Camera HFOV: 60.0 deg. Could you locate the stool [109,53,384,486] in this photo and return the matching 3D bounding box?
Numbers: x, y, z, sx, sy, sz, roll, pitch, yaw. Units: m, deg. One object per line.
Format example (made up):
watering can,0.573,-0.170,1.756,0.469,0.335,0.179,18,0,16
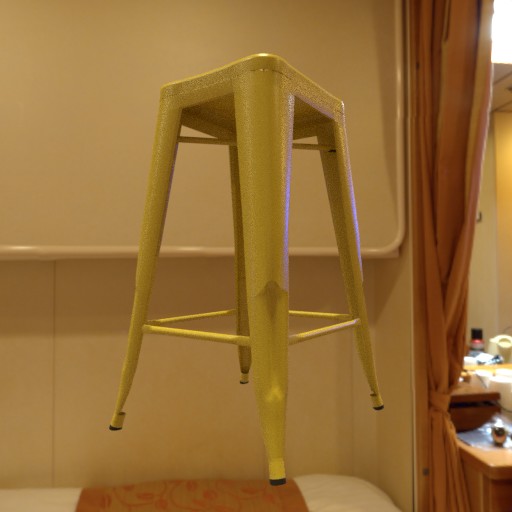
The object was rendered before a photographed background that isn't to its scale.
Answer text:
stool,0.000,0.000,0.837,0.359,0.609,0.399,-1,-1,35
